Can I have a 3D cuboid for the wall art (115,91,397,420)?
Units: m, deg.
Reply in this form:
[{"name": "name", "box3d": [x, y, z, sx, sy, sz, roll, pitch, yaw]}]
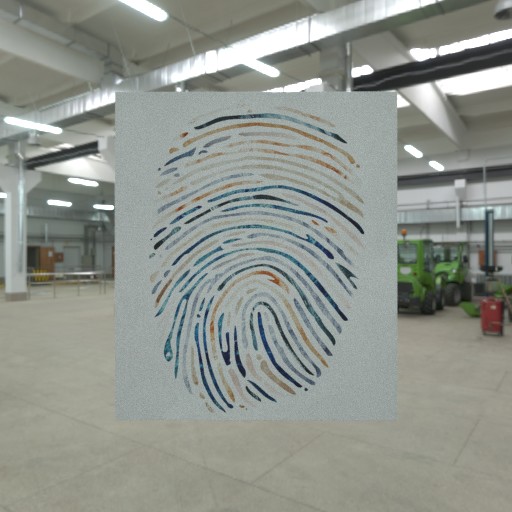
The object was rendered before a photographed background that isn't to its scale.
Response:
[{"name": "wall art", "box3d": [0.000, 0.000, 0.967, 0.609, 0.710, 0.021, 0, 0, 0]}]
